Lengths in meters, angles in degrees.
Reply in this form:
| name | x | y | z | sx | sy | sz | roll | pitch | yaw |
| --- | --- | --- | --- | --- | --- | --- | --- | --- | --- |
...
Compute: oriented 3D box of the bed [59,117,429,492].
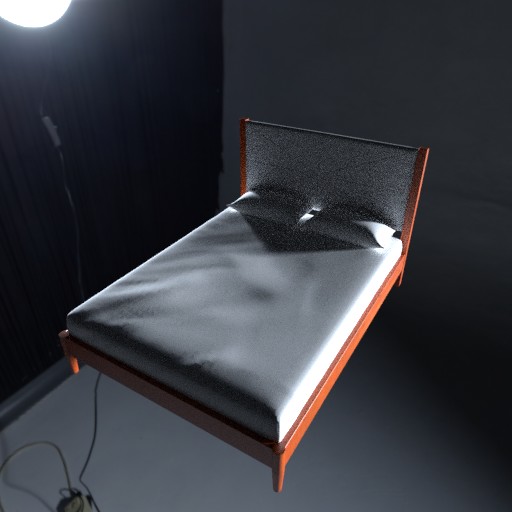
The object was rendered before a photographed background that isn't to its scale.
| name | x | y | z | sx | sy | sz | roll | pitch | yaw |
| --- | --- | --- | --- | --- | --- | --- | --- | --- | --- |
| bed | 0.000 | 0.000 | 2.990 | 1.566 | 1.165 | 2.117 | 18 | 36 | 26 |
